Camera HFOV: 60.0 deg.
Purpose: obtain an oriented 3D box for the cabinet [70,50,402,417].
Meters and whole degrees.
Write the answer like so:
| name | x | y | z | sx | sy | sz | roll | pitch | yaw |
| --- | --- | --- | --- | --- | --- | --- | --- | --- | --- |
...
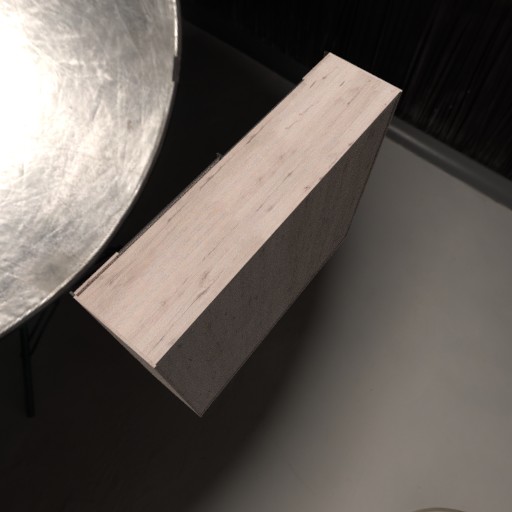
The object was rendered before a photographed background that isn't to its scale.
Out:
| name | x | y | z | sx | sy | sz | roll | pitch | yaw |
| --- | --- | --- | --- | --- | --- | --- | --- | --- | --- |
| cabinet | 0.000 | 0.000 | 3.778 | 0.660 | 2.180 | 2.500 | 36 | 69 | 16 |
